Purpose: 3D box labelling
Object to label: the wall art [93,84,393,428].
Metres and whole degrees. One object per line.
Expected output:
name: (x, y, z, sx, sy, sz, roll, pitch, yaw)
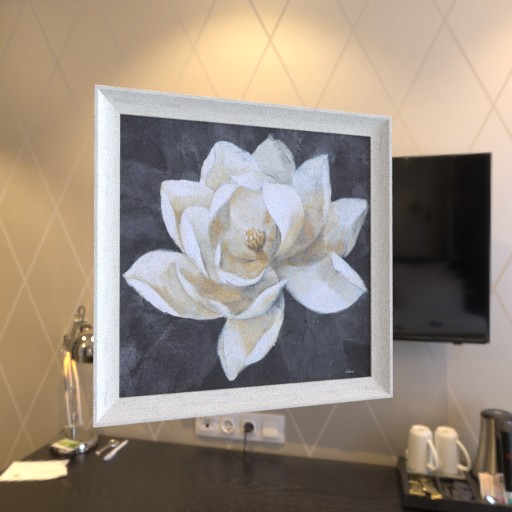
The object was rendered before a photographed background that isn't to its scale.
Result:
wall art: (0.000, 0.000, 1.479, 1.016, 1.016, 0.045, 0, -1, -17)
